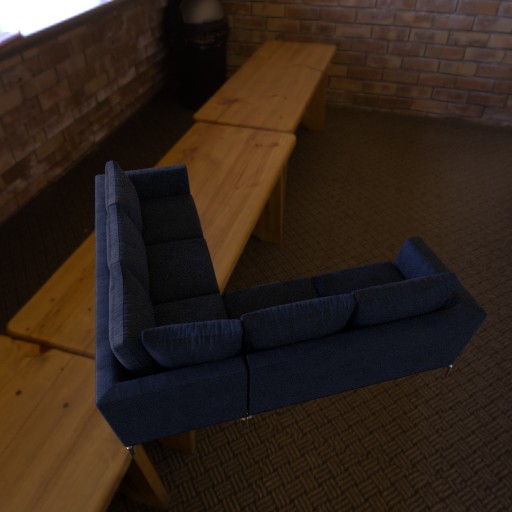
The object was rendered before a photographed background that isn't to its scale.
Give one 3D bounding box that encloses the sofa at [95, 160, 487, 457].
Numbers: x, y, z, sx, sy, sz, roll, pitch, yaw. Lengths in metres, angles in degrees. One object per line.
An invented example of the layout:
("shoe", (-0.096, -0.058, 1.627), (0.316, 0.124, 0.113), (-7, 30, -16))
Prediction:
("sofa", (0.000, 0.000, 3.689), (2.472, 0.988, 2.463), (-10, 42, -11))
